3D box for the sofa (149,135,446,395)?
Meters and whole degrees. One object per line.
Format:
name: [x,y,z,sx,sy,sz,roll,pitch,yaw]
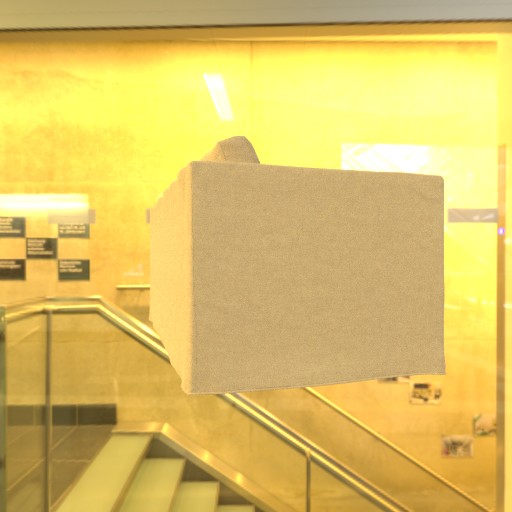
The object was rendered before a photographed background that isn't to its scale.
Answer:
sofa: [0.000,0.000,2.256,0.962,0.835,1.719,0,0,-17]
